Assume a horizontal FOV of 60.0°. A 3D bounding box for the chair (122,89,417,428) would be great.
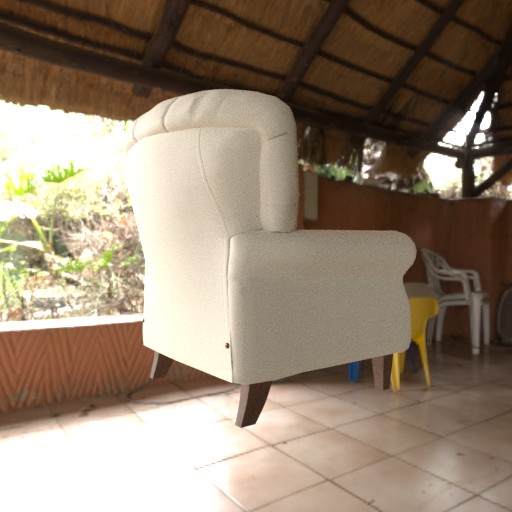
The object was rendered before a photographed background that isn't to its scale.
[{"bbox_3d":[0.000,0.000,2.014,1.132,1.169,1.035,0,-1,-36],"label":"chair"}]
